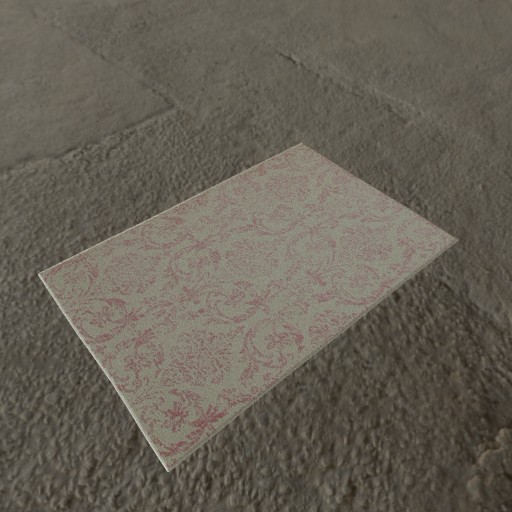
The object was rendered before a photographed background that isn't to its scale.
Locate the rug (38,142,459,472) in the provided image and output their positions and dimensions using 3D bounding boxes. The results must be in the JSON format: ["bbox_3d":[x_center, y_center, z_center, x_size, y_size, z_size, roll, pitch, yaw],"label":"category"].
[{"bbox_3d":[0.000,0.000,3.446,2.746,0.018,1.819,-32,55,-26],"label":"rug"}]
